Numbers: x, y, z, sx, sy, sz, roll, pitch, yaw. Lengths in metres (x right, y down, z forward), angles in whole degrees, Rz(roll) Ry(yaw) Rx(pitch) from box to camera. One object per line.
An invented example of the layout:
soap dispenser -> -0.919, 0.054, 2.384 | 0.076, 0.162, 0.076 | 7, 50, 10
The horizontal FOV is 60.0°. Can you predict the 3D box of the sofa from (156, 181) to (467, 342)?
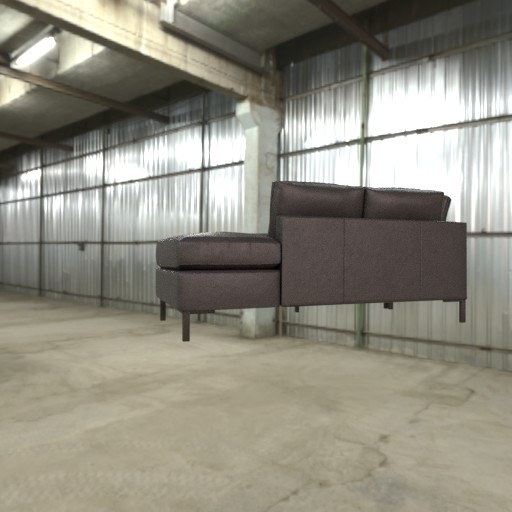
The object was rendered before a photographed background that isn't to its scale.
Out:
sofa -> 0.000, 0.000, 3.956 | 1.938, 0.877, 2.984 | 0, 0, -20
